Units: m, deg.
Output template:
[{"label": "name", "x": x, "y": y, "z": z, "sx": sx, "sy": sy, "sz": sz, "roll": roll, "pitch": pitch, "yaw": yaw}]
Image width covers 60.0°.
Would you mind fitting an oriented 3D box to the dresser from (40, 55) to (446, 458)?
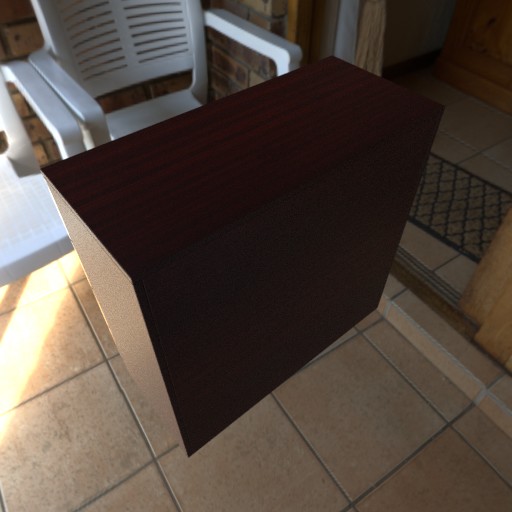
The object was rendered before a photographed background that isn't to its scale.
[{"label": "dresser", "x": 0.000, "y": 0.000, "z": 1.137, "sx": 0.750, "sy": 0.720, "sz": 0.360, "roll": -31, "pitch": 54, "yaw": -26}]
